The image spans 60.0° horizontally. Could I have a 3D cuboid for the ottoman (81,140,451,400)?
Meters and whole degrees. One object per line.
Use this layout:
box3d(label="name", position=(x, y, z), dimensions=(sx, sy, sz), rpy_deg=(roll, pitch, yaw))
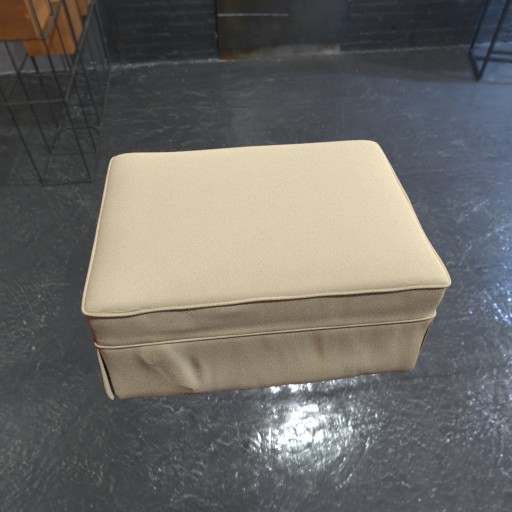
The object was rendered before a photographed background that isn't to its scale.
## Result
box3d(label="ottoman", position=(0.000, 0.000, 1.408), dimensions=(0.959, 0.482, 0.721), rpy_deg=(-4, 48, -4))
